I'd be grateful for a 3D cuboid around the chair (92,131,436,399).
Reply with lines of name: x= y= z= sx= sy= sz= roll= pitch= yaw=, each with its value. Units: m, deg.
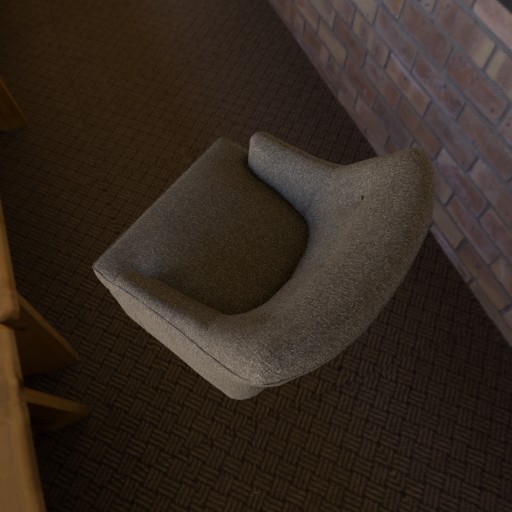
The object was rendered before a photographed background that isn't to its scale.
chair: x=0.000 y=0.000 z=1.586 sx=0.923 sy=0.856 sz=0.864 roll=32 pitch=67 yaw=16
